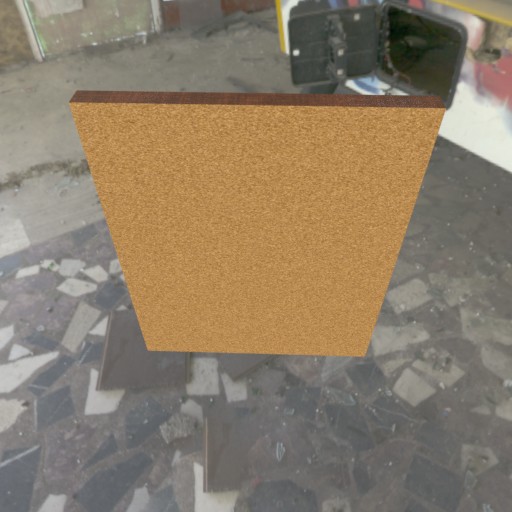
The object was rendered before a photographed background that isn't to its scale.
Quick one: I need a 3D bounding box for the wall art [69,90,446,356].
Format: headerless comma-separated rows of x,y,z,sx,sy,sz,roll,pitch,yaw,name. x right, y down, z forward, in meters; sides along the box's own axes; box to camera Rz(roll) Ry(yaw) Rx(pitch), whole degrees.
0.000,0.000,0.762,0.467,0.567,0.033,1,46,1,wall art
